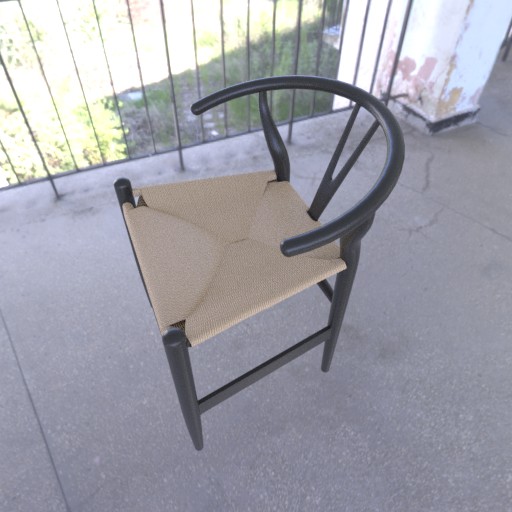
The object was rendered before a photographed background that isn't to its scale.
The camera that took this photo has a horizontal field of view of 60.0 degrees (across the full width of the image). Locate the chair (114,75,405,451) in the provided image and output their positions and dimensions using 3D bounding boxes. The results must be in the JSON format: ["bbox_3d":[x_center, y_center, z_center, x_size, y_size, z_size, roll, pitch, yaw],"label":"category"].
[{"bbox_3d":[0.000,0.000,1.125,0.570,0.739,0.570,-16,48,-16],"label":"chair"}]
